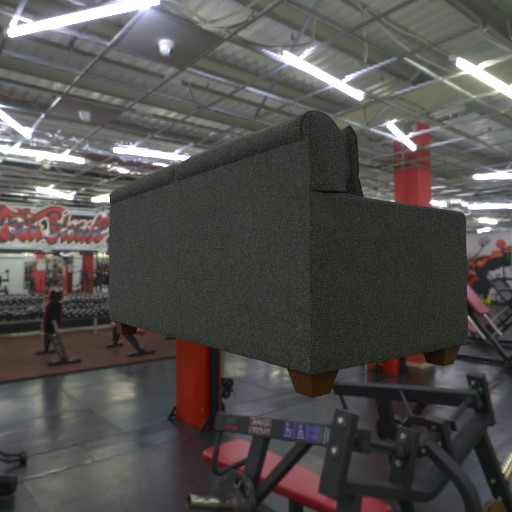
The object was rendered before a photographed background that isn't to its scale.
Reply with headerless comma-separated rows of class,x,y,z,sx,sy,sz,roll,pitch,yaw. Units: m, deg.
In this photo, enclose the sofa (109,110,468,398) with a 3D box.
sofa,0.000,0.000,2.376,0.998,0.958,1.846,1,-2,-37
